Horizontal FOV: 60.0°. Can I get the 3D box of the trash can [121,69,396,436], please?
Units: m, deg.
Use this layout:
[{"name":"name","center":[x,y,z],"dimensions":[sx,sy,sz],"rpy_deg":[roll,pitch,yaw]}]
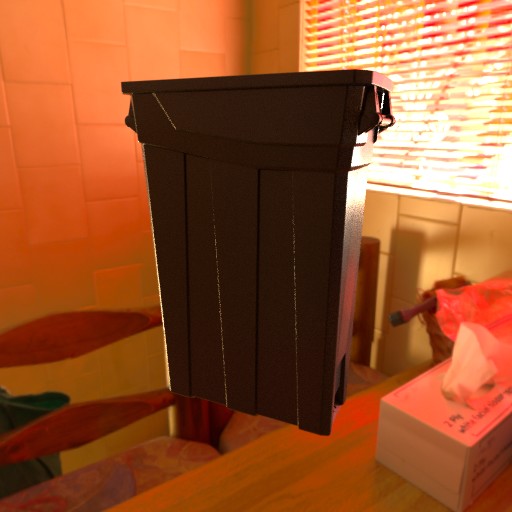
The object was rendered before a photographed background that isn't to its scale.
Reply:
[{"name":"trash can","center":[0.000,0.000,1.043],"dimensions":[0.559,0.762,0.281],"rpy_deg":[7,17,24]}]
